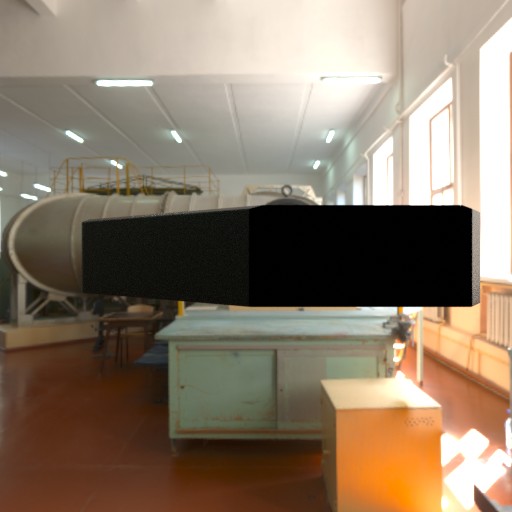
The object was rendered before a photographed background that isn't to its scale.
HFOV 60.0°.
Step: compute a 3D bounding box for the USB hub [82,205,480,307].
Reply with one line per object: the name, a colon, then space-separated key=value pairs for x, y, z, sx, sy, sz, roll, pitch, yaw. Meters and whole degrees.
USB hub: x=0.000 y=0.000 z=0.126 sx=0.110 sy=0.023 sz=0.044 roll=0 pitch=0 yaw=36
